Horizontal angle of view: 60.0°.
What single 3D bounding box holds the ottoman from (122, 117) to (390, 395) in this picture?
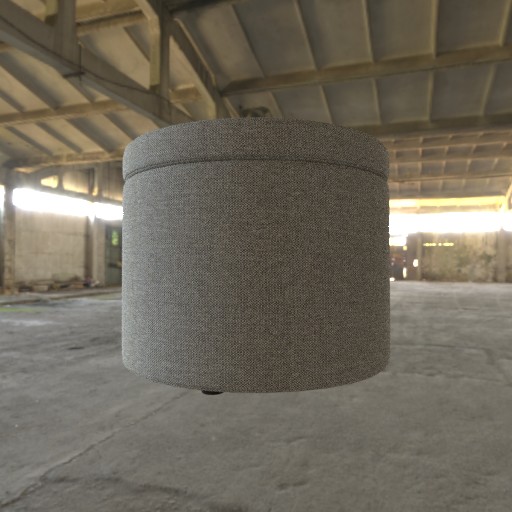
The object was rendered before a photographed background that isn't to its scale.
[{"bbox_3d":[0.000,0.000,0.865,0.500,0.419,0.500,0,-1,0],"label":"ottoman"}]
